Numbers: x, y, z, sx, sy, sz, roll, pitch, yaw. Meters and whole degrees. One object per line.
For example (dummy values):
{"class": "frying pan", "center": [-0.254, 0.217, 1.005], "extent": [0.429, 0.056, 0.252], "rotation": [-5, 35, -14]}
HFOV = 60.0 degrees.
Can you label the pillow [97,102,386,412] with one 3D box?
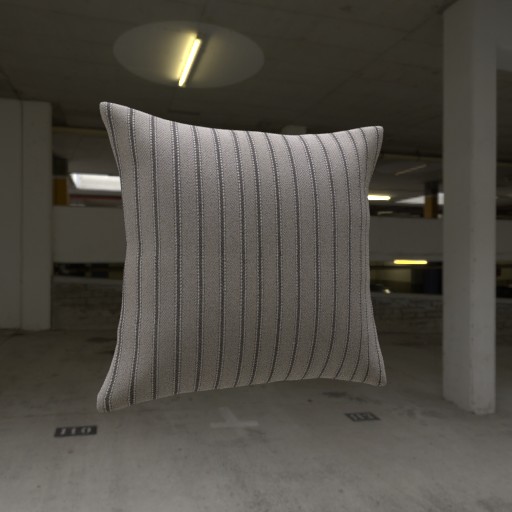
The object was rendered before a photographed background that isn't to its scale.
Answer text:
{"class": "pillow", "center": [0.000, 0.000, 0.691], "extent": [0.468, 0.444, 0.138], "rotation": [0, 0, -18]}
